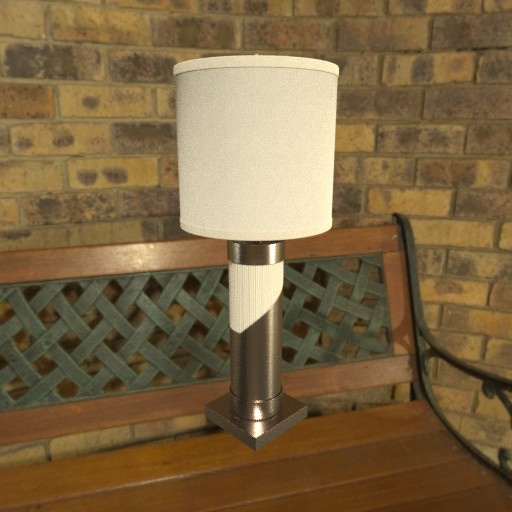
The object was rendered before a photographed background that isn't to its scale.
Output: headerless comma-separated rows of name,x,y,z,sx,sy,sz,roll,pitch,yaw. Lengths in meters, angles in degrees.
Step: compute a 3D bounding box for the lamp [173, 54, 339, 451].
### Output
lamp,0.000,0.000,0.611,0.202,0.509,0.202,-15,21,-43
